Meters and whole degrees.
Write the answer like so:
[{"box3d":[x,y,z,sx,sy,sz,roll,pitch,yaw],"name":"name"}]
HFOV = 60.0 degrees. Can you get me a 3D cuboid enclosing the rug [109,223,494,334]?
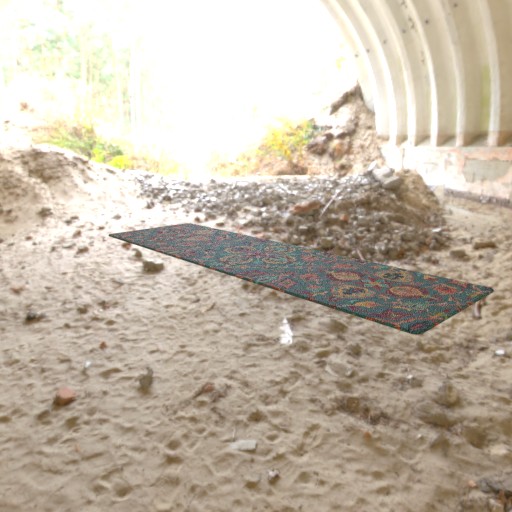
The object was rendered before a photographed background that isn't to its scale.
[{"box3d":[0.000,0.000,2.485,0.686,0.013,2.286,-13,19,-42],"name":"rug"}]
